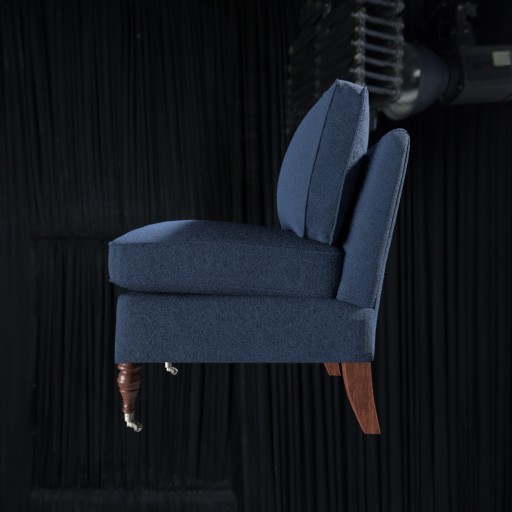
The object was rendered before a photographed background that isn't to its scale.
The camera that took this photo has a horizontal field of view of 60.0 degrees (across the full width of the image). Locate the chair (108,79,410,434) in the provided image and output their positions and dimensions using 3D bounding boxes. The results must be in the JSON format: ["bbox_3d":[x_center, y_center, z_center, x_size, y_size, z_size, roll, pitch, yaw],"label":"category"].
[{"bbox_3d":[0.000,0.000,1.644,0.912,1.052,0.724,0,1,0],"label":"chair"}]
